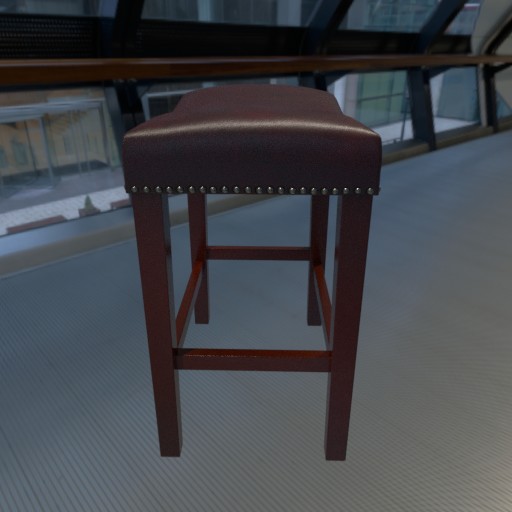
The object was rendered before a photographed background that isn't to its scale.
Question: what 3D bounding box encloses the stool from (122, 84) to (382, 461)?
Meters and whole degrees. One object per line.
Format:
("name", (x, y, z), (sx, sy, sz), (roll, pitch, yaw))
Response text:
("stool", (0.000, 0.000, 0.954), (0.372, 0.657, 0.504), (1, 26, 1))
